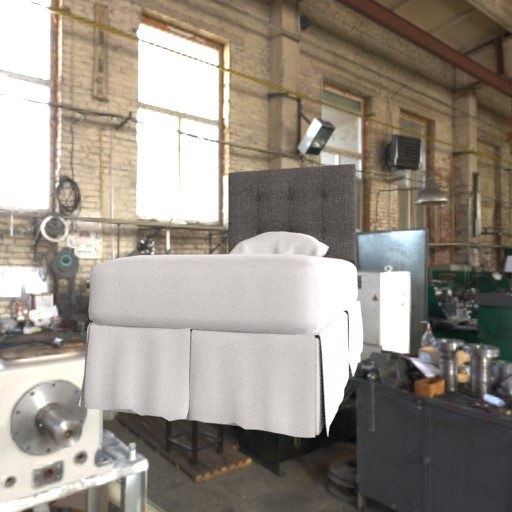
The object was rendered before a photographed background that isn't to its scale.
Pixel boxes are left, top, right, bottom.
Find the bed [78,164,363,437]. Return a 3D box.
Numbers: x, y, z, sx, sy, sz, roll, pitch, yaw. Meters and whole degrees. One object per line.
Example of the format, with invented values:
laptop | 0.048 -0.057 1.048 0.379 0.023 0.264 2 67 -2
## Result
bed | 0.000 0.000 2.961 1.261 1.571 1.997 0 -1 18
